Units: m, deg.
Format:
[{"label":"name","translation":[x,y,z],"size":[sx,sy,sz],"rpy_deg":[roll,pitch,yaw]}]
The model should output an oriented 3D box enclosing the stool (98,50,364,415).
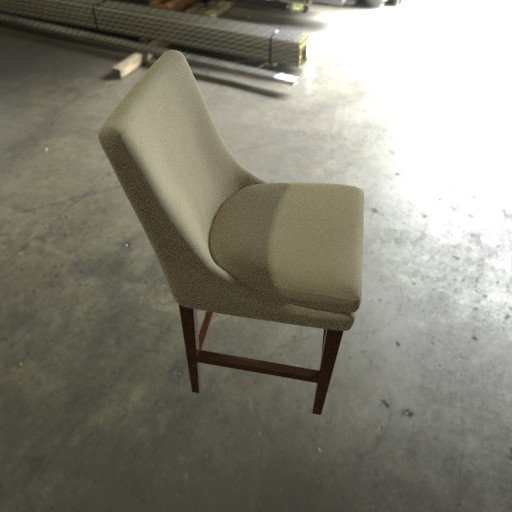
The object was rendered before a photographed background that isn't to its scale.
[{"label":"stool","translation":[0.000,0.000,1.282],"size":[0.577,0.981,0.470],"rpy_deg":[7,46,7]}]
